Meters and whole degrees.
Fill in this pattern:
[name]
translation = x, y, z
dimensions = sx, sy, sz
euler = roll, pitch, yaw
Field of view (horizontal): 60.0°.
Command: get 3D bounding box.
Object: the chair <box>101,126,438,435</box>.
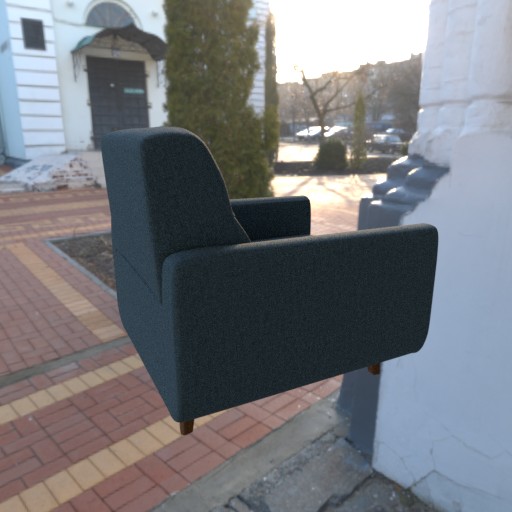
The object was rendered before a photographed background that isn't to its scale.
[chair]
translation = 0.000, 0.000, 1.678
dimensions = 0.964, 0.940, 0.880
euler = -8, 18, -26
